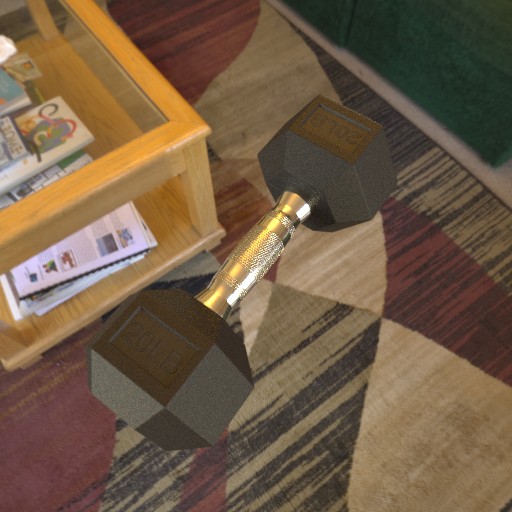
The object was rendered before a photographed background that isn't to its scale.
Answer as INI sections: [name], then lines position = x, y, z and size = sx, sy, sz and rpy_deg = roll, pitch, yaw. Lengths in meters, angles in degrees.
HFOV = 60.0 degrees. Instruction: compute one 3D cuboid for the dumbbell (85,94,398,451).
[dumbbell]
position = 0.000, 0.000, 0.349
size = 0.116, 0.101, 0.297
rpy_deg = 33, 68, 15
